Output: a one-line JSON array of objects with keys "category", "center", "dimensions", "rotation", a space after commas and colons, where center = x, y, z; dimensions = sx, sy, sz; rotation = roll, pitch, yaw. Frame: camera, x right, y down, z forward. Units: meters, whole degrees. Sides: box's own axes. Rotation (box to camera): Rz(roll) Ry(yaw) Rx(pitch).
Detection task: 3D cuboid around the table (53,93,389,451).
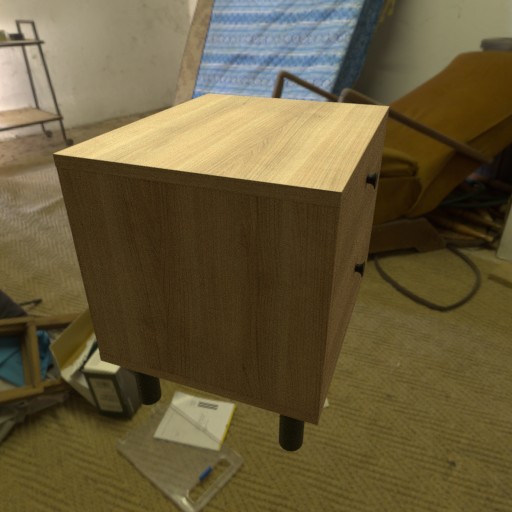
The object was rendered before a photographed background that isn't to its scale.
[{"category": "table", "center": [0.000, 0.000, 0.794], "dimensions": [0.380, 0.460, 0.445], "rotation": [11, 32, 18]}]
